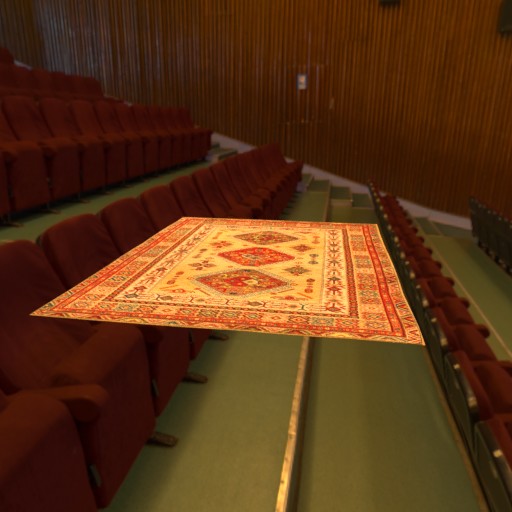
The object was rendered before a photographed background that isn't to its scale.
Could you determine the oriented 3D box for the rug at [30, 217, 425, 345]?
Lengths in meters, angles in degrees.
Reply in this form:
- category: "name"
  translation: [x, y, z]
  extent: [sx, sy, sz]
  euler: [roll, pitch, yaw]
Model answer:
- category: "rug"
  translation: [0.000, 0.000, 4.121]
  extent: [2.460, 0.005, 3.067]
  euler: [3, 17, 9]
